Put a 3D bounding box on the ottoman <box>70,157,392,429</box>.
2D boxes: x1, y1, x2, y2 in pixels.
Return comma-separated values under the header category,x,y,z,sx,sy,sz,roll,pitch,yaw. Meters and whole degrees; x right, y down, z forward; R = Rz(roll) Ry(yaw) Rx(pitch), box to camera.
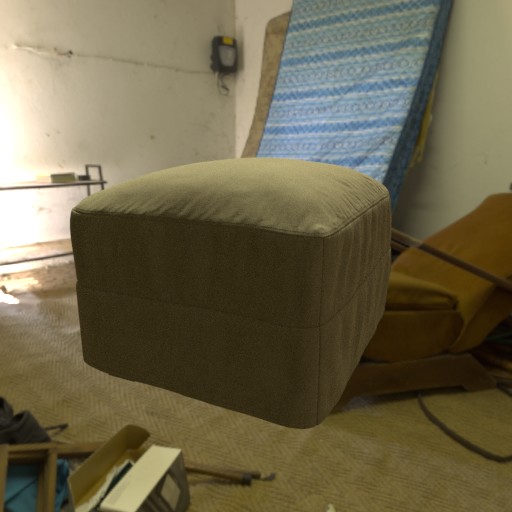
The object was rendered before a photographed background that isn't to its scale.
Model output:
category,x,y,z,sx,sy,sz,roll,pitch,yaw
ottoman,0.000,0.000,1.108,0.584,0.480,0.712,6,15,25
